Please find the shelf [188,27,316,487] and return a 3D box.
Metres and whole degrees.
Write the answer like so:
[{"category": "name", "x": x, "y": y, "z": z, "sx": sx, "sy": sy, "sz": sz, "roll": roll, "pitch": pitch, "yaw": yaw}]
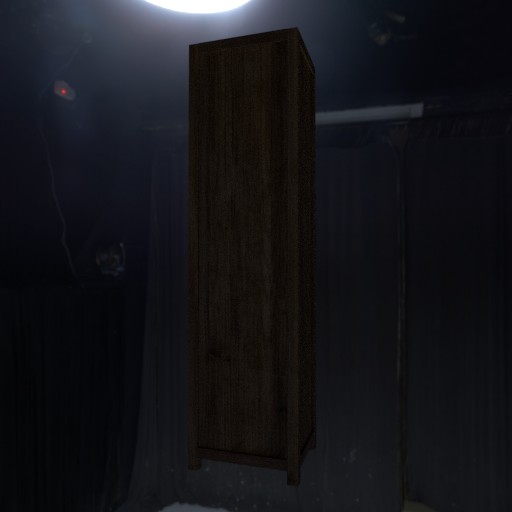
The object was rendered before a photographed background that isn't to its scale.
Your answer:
[{"category": "shelf", "x": 0.000, "y": 0.000, "z": 2.108, "sx": 0.500, "sy": 1.900, "sz": 0.428, "roll": 0, "pitch": -1, "yaw": 18}]
